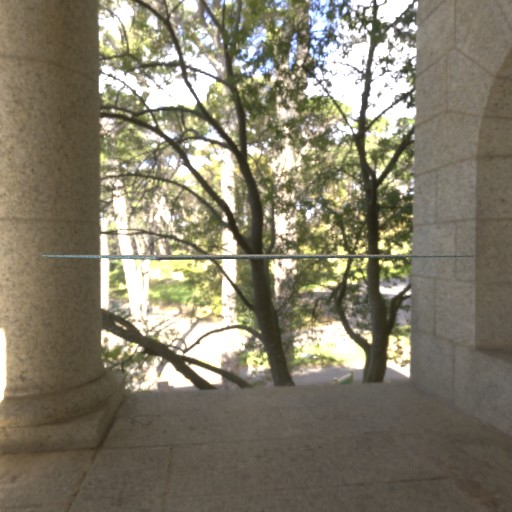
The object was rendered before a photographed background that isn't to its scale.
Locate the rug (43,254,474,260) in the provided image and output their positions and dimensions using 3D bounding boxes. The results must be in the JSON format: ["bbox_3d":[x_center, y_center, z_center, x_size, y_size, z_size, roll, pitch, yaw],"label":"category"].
[{"bbox_3d":[0.000,0.000,4.006,3.050,0.016,2.441,0,0,-37],"label":"rug"}]
